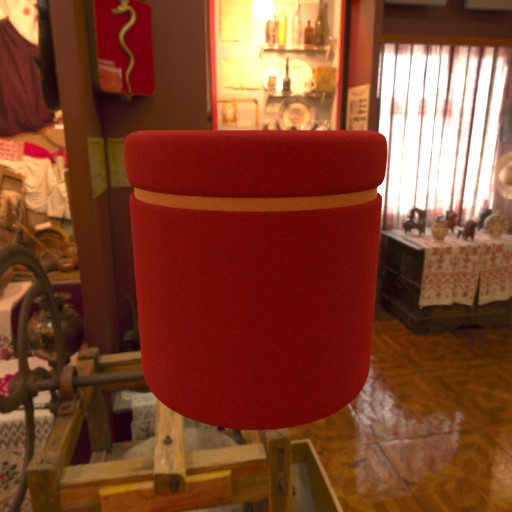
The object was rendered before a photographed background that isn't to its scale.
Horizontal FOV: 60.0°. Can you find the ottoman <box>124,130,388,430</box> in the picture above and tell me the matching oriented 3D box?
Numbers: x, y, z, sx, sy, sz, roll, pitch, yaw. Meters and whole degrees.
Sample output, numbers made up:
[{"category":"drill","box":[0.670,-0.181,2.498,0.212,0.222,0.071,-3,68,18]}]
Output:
[{"category":"ottoman","box":[0.000,0.000,0.746,0.400,0.406,0.400,0,15,0]}]
